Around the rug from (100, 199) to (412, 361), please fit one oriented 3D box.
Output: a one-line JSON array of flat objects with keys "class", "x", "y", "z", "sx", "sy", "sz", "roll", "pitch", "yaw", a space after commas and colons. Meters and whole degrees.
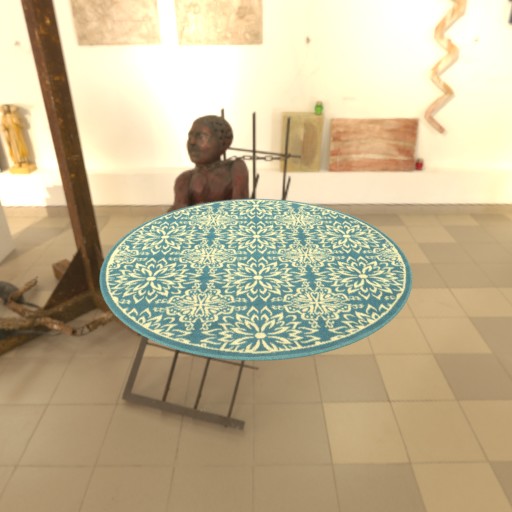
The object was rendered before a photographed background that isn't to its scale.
[{"class": "rug", "x": 0.000, "y": 0.000, "z": 2.361, "sx": 1.593, "sy": 0.012, "sz": 1.593, "roll": 0, "pitch": 29, "yaw": 0}]
